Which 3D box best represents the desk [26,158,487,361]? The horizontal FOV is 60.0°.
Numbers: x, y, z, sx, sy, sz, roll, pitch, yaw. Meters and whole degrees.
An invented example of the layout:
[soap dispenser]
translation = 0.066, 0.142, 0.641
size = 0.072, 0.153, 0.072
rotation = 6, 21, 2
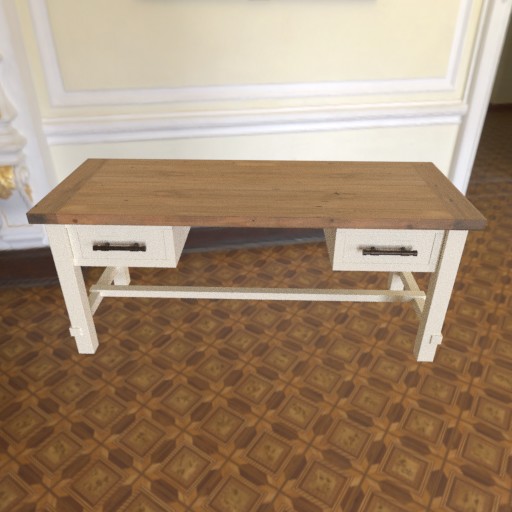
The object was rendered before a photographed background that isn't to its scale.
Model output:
[desk]
translation = 0.000, 0.000, 2.222
size = 1.803, 0.762, 0.688
rotation = 1, 30, 2
